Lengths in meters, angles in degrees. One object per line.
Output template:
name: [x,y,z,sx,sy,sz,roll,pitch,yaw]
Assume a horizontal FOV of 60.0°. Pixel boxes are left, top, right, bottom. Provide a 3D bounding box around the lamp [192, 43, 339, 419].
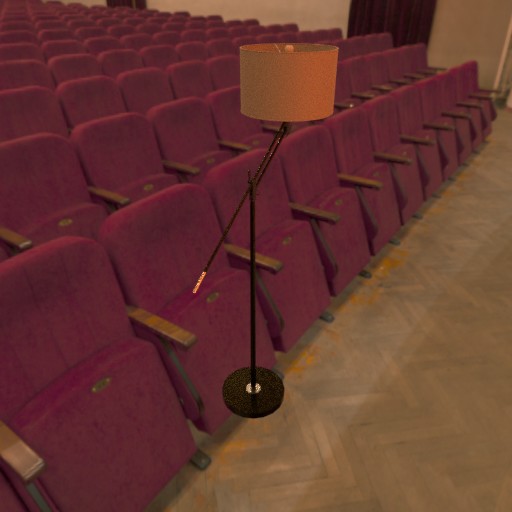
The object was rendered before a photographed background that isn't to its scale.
lamp: [0.000,0.000,1.934,0.373,1.635,0.809,19,35,30]
